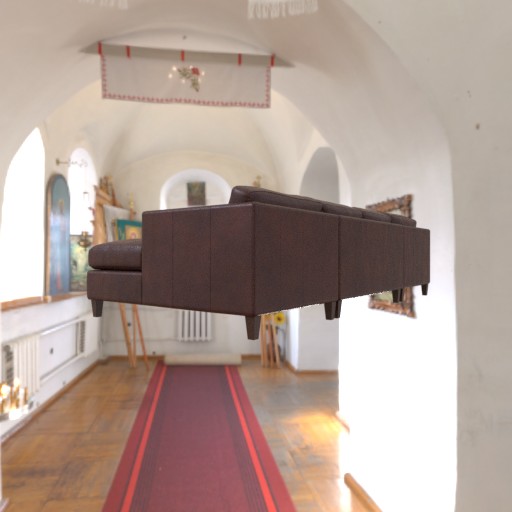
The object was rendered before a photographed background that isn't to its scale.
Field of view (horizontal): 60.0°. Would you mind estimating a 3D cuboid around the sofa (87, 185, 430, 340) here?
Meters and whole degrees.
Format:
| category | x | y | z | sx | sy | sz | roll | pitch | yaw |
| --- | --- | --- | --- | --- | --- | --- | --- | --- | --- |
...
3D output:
| category | x | y | z | sx | sy | sz | roll | pitch | yaw |
| --- | --- | --- | --- | --- | --- | --- | --- | --- | --- |
| sofa | 0.000 | 0.000 | 4.406 | 2.452 | 0.891 | 3.324 | 0 | 0 | 37 |
